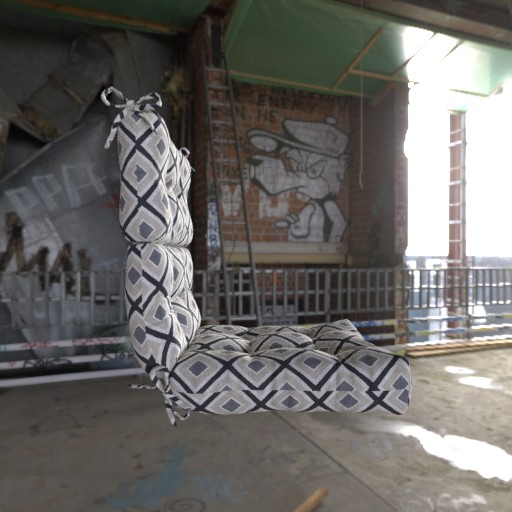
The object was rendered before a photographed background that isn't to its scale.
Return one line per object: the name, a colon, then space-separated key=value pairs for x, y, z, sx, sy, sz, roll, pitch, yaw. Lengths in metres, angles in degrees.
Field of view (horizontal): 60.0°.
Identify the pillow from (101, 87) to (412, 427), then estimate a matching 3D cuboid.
pillow: x=0.000 y=0.000 z=1.025 sx=0.571 sy=0.605 sz=0.519 roll=0 pitch=0 yaw=-1
